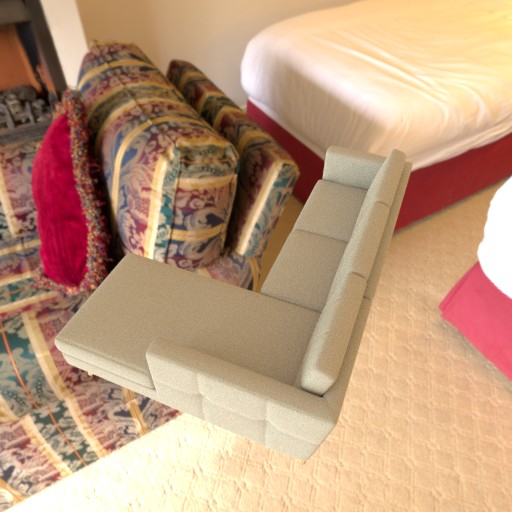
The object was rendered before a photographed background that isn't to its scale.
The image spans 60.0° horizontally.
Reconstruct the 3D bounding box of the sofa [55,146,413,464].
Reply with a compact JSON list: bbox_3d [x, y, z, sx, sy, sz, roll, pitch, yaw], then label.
[{"bbox_3d":[0.000,0.000,2.825,1.530,0.860,2.040,17,48,15],"label":"sofa"}]
